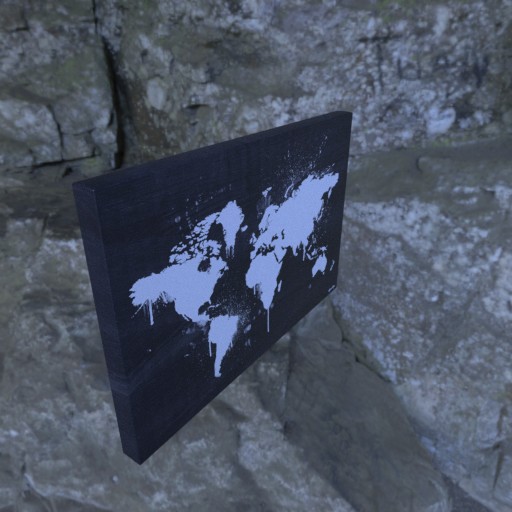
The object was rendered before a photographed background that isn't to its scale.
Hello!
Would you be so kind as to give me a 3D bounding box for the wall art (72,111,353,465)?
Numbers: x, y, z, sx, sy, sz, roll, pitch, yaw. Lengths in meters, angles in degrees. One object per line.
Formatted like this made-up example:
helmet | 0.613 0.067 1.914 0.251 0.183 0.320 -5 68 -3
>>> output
wall art | 0.000 0.000 0.766 0.038 0.409 0.610 18 32 32
